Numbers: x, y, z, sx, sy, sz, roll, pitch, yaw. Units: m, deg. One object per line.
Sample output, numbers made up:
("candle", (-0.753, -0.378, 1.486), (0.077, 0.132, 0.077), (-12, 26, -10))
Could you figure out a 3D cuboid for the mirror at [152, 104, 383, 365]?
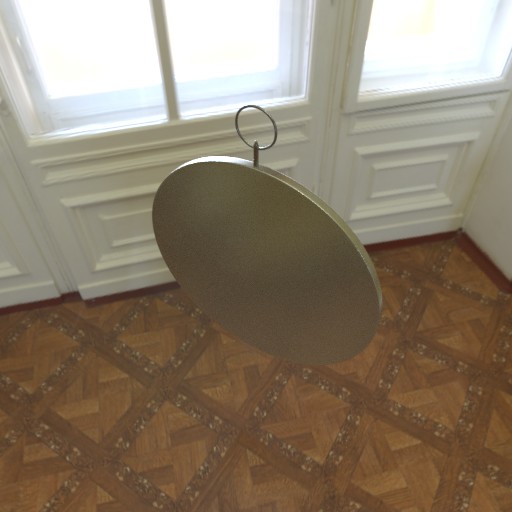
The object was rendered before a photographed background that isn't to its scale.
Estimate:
("mirror", (0.000, 0.000, 0.991), (0.594, 0.713, 0.020), (23, 50, 21))
